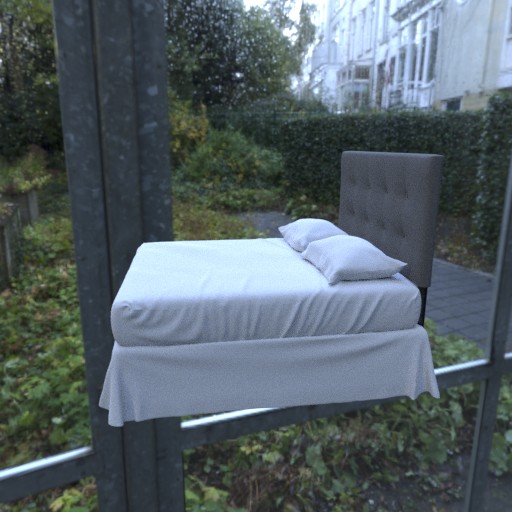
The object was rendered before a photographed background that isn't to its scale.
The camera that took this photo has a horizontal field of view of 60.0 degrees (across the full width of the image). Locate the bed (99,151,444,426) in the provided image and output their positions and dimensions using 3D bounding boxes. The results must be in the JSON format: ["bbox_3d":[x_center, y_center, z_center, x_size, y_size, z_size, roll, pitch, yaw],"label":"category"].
[{"bbox_3d":[0.000,0.000,3.467,2.222,1.577,1.936,-2,14,-8],"label":"bed"}]
